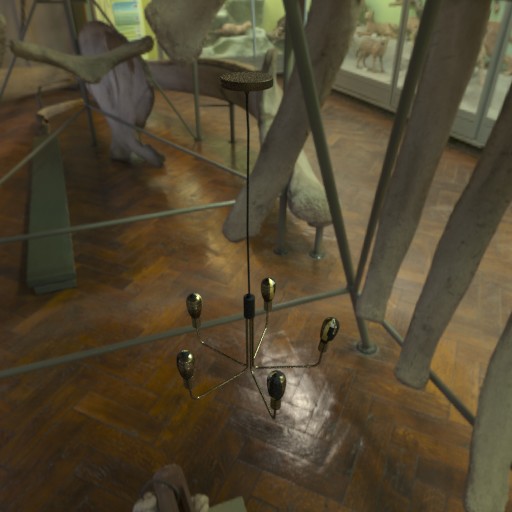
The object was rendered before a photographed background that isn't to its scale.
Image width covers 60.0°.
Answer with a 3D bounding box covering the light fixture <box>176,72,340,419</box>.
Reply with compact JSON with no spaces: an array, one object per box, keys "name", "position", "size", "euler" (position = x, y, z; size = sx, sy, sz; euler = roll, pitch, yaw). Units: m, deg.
[{"name":"light fixture","position":[0.000,0.000,1.397],"size":[0.588,1.059,0.532],"euler":[-11,35,-16]}]
